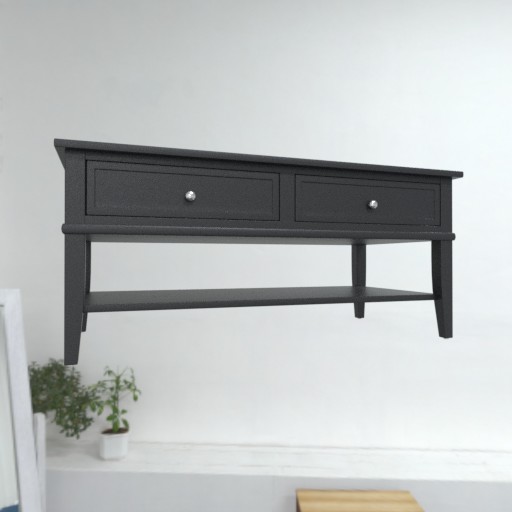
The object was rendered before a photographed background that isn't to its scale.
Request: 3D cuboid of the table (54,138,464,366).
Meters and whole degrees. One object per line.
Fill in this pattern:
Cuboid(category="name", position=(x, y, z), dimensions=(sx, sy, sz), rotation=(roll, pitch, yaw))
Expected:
Cuboid(category="table", position=(0.000, 0.000, 1.311), dimensions=(1.044, 0.470, 0.523), rotation=(0, 0, -19))
